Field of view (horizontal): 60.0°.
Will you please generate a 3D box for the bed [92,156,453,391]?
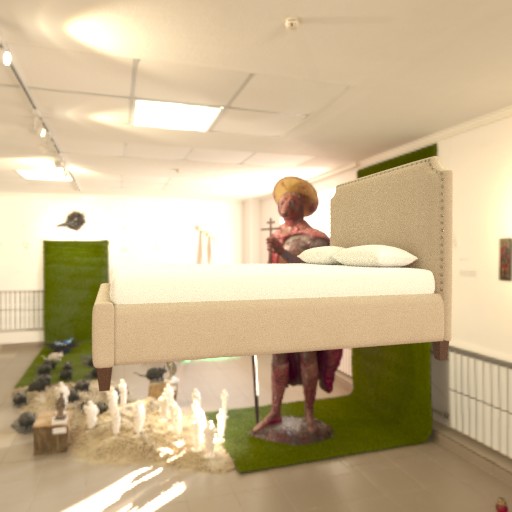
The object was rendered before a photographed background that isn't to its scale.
[{"bbox_3d":[0.000,0.000,3.504,2.372,1.443,1.713,0,0,-18],"label":"bed"}]
